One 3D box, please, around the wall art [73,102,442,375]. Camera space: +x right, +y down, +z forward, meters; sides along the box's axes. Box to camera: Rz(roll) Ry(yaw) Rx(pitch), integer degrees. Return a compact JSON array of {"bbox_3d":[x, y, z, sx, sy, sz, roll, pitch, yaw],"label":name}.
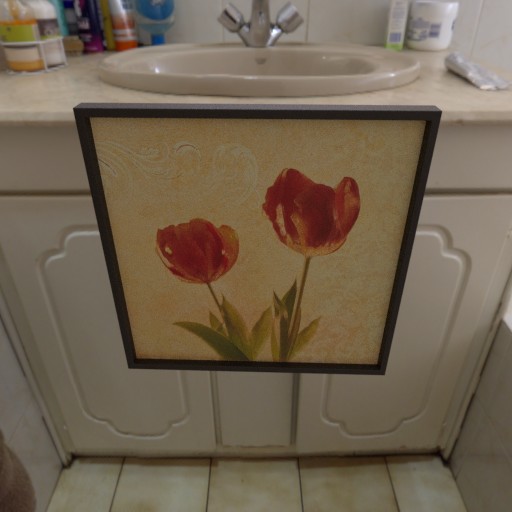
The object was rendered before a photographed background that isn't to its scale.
[{"bbox_3d":[0.000,0.000,0.526,0.349,0.349,0.038,1,32,2],"label":"wall art"}]
